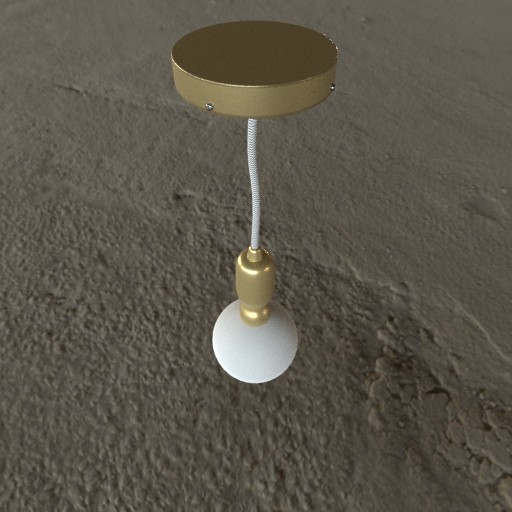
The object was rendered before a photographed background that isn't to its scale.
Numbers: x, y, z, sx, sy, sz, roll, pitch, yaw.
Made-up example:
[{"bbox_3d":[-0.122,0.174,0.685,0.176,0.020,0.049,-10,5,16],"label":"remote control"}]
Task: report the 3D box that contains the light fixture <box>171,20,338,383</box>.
[{"bbox_3d":[0.000,0.000,0.564,0.146,0.510,0.147,17,48,16],"label":"light fixture"}]
